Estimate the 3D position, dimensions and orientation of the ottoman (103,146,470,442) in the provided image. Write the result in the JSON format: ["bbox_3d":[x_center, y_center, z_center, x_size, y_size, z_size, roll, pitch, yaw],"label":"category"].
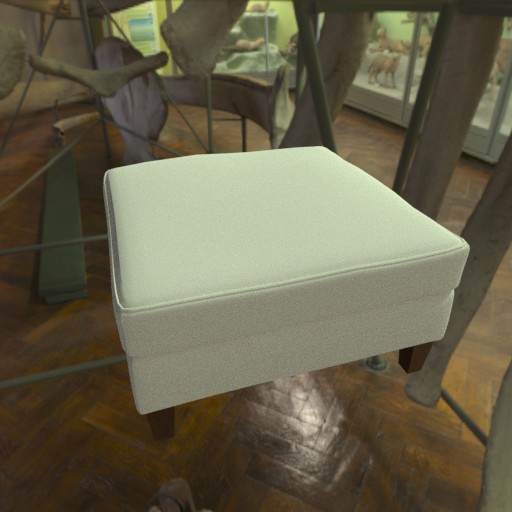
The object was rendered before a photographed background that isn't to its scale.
[{"bbox_3d":[0.000,0.000,1.375,0.838,0.479,0.838,-10,33,-15],"label":"ottoman"}]
